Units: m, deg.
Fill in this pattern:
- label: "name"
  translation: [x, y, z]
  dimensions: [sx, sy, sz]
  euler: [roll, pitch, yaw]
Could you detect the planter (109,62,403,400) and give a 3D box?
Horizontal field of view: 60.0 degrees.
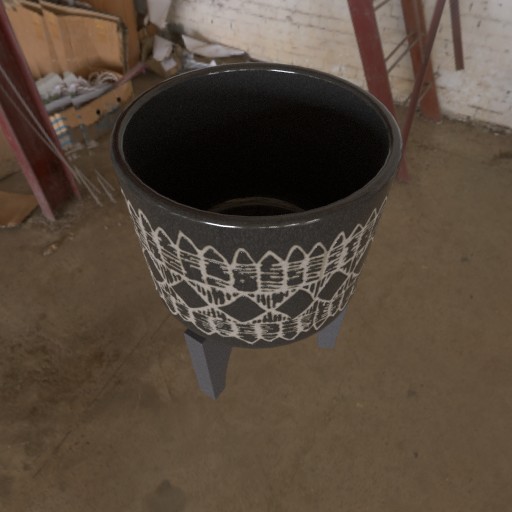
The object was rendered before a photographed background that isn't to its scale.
- label: "planter"
  translation: [0.000, 0.000, 0.398]
  dimensions: [0.196, 0.264, 0.196]
  euler: [-19, 51, -17]
